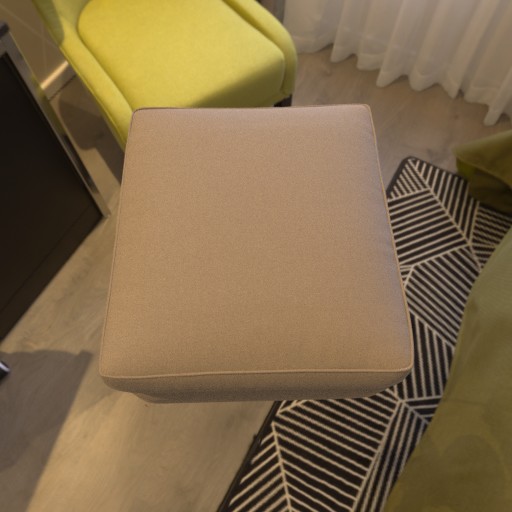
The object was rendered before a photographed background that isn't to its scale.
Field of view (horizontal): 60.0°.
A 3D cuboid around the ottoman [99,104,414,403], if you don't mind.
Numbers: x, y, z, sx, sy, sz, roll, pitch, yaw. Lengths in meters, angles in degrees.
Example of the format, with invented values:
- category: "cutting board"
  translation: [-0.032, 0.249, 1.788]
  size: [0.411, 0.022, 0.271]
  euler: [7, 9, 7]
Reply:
- category: "ottoman"
  translation: [0.000, 0.000, 1.171]
  size: [0.662, 0.505, 0.721]
  euler: [-1, 64, -1]
